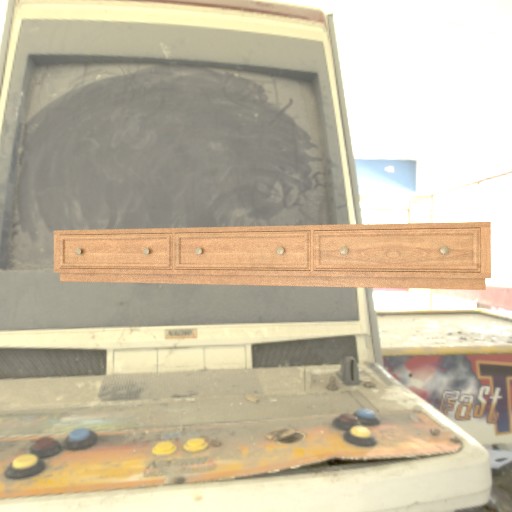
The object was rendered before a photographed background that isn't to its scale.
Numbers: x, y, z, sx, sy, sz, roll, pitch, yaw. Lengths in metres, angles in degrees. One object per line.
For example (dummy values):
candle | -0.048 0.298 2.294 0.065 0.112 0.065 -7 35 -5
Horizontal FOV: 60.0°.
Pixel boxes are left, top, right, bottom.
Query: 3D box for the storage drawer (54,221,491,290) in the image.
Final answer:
storage drawer | 0.000 0.000 2.228 2.032 0.264 0.538 0 0 17
